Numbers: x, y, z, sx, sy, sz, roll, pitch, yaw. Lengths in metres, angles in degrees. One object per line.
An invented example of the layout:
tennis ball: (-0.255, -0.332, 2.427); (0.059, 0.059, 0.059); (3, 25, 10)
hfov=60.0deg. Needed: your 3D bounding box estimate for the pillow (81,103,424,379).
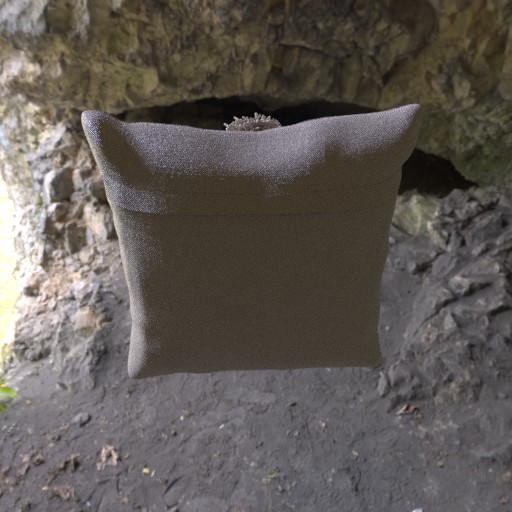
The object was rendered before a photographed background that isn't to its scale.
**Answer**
pillow: (0.000, 0.000, 0.745); (0.484, 0.490, 0.234); (-2, 29, -3)
